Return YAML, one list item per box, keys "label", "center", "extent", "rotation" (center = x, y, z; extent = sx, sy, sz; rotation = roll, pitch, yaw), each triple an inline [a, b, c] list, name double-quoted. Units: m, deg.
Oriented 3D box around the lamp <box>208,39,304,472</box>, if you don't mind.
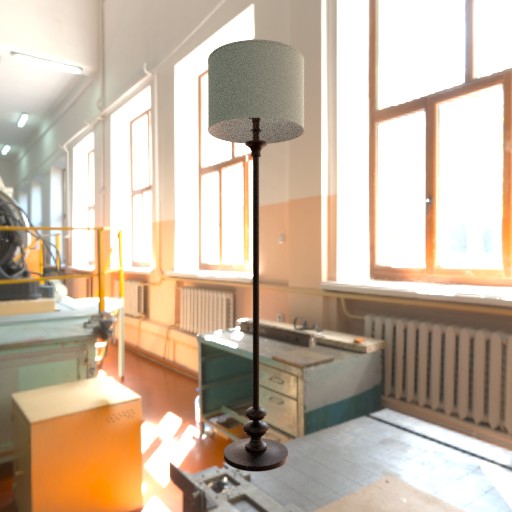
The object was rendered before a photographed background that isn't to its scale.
- label: "lamp"
  center: [0.000, 0.000, 1.647]
  extent: [0.356, 1.487, 0.356]
  rotation: [0, 0, -1]
